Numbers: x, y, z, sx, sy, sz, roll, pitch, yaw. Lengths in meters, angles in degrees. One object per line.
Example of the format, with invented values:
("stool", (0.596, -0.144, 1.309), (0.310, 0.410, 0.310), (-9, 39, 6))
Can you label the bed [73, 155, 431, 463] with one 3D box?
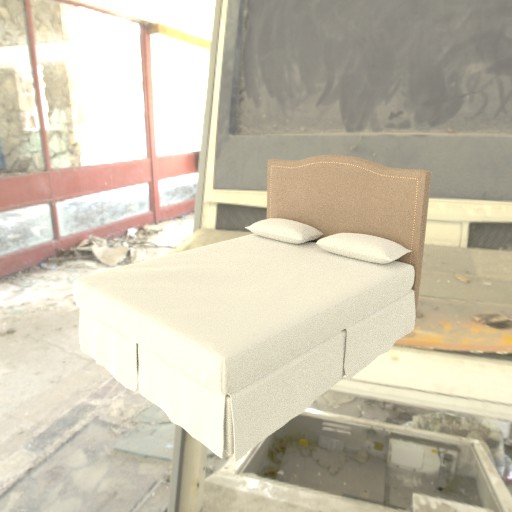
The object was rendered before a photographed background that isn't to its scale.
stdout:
("bed", (0.000, 0.000, 3.477), (1.821, 1.436, 2.282), (16, 23, 42))
